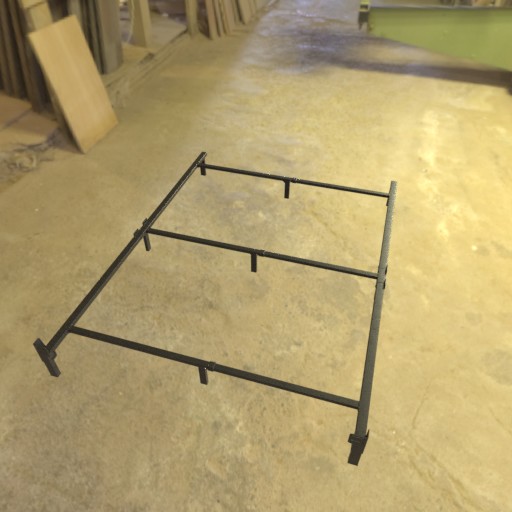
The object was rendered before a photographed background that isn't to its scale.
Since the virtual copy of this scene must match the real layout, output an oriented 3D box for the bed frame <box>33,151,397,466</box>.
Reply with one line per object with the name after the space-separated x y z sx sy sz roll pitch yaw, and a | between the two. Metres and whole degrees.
0.000 0.000 2.621 1.498 0.248 1.990 11 43 13 | bed frame
